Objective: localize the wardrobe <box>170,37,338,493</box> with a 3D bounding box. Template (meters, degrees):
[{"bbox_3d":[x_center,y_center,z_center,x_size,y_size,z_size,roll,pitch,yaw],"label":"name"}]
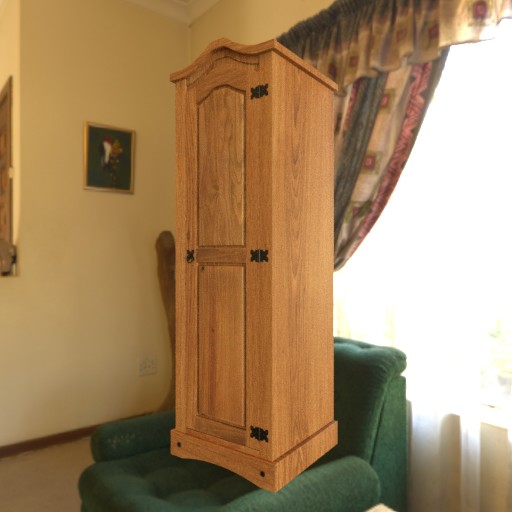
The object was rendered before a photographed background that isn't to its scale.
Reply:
[{"bbox_3d":[0.000,0.000,2.145,0.590,1.870,0.570,0,0,36],"label":"wardrobe"}]
